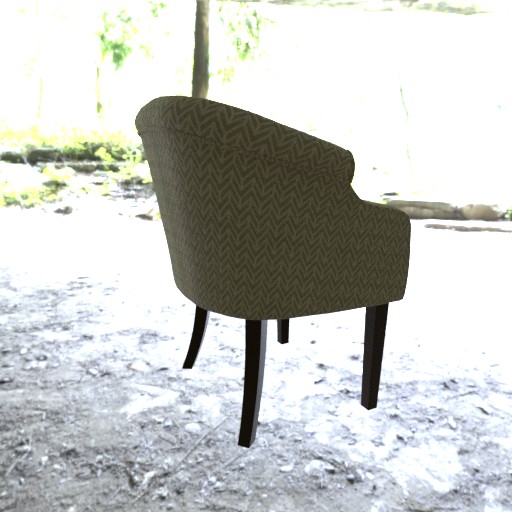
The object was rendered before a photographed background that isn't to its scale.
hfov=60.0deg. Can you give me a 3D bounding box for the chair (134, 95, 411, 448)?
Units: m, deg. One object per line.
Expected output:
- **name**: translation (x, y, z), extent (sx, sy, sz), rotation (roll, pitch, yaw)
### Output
- **chair**: translation (0.000, 0.000, 1.297), extent (0.613, 0.858, 0.686), rotation (-7, 16, -27)
